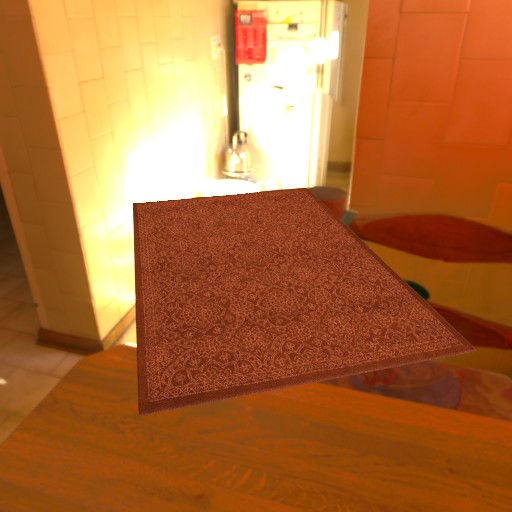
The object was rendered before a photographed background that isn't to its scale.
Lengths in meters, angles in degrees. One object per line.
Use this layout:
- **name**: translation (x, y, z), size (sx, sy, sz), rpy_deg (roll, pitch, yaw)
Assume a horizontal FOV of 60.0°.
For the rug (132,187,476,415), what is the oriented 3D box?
- **rug**: translation (0.000, 0.000, 2.284), size (1.219, 0.010, 1.829), rpy_deg (-7, 29, -13)
